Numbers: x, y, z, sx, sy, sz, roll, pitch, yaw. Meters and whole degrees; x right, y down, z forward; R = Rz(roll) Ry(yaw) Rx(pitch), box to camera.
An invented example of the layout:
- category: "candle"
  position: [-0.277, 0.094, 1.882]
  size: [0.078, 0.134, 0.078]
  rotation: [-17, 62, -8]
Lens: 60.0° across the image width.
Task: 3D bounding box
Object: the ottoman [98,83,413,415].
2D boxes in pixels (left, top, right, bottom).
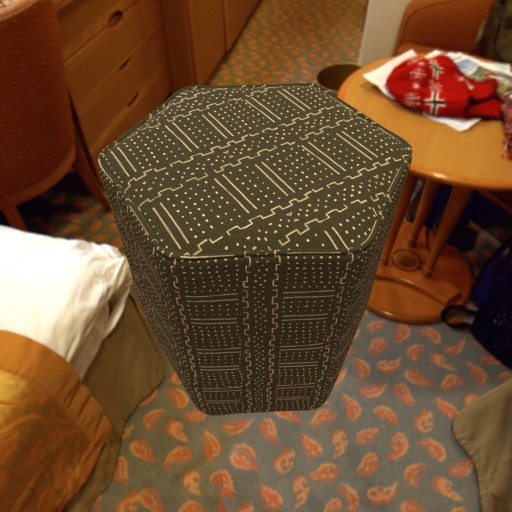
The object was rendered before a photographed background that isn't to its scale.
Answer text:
- category: "ottoman"
  position: [0.000, 0.000, 0.861]
  size: [0.443, 0.502, 0.494]
  rotation: [-26, 53, -21]
